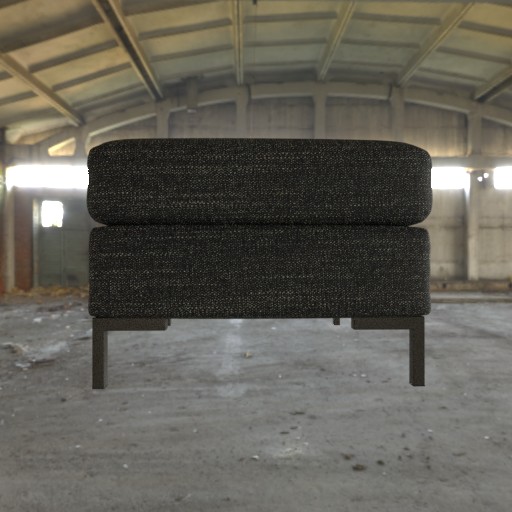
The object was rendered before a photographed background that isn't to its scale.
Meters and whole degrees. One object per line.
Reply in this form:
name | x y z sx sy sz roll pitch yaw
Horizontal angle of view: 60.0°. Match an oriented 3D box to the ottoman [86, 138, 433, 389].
ottoman | 0.000 0.000 1.206 0.667 0.491 0.814 0 0 -2
